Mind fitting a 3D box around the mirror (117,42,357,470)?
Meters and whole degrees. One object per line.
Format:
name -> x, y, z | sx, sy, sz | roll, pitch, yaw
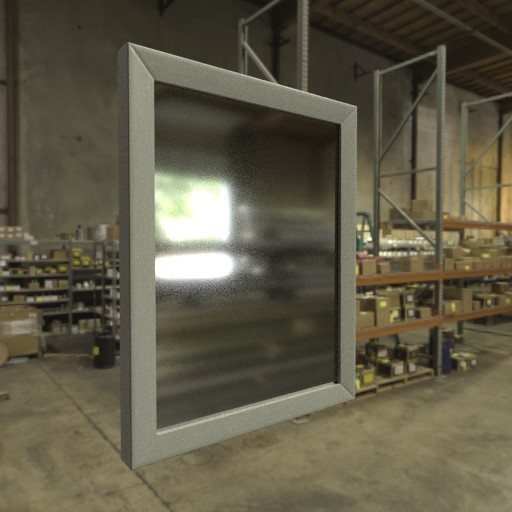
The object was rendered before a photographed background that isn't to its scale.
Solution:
mirror -> 0.000, 0.000, 0.663 | 0.405, 0.508, 0.041 | -1, 2, -37
